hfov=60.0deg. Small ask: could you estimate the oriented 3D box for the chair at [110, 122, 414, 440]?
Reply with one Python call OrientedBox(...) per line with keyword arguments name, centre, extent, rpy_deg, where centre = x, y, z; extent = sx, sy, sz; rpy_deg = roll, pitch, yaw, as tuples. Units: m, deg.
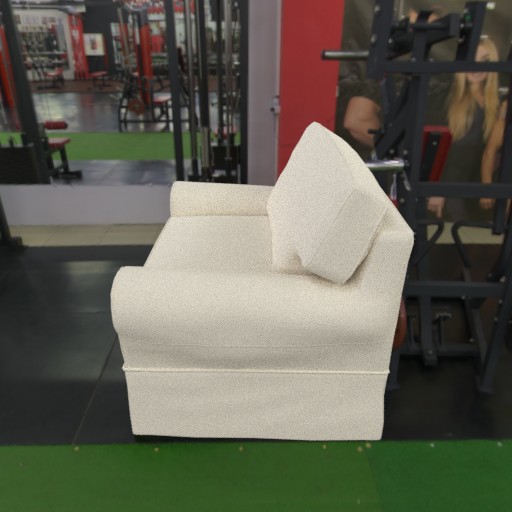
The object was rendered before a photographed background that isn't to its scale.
OrientedBox(name="chair", centre=(0.000, 0.000, 1.804), extent=(0.904, 0.958, 1.099), rpy_deg=(1, 26, 1))
